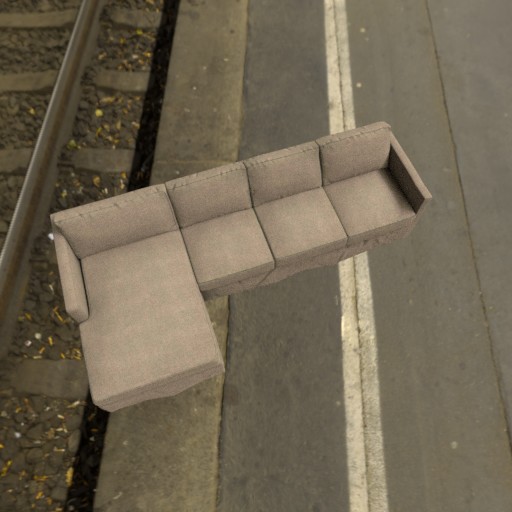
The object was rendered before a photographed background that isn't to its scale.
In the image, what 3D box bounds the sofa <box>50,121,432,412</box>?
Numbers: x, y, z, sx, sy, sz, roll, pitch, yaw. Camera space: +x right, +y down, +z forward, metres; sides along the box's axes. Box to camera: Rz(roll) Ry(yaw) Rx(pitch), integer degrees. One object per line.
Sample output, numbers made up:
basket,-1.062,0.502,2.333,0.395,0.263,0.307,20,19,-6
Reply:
sofa,0.000,0.000,3.894,3.205,0.922,1.650,-17,65,-9
